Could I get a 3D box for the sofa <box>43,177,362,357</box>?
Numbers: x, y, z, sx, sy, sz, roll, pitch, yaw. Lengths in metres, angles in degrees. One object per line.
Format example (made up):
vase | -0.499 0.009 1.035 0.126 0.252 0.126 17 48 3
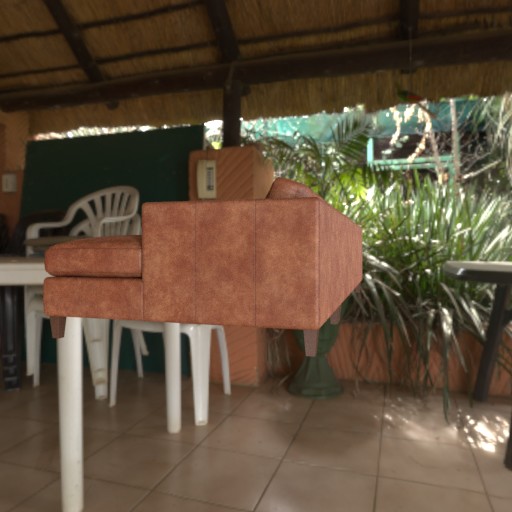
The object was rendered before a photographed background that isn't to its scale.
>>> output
sofa | 0.000 0.000 3.783 1.581 0.883 3.203 0 1 17
